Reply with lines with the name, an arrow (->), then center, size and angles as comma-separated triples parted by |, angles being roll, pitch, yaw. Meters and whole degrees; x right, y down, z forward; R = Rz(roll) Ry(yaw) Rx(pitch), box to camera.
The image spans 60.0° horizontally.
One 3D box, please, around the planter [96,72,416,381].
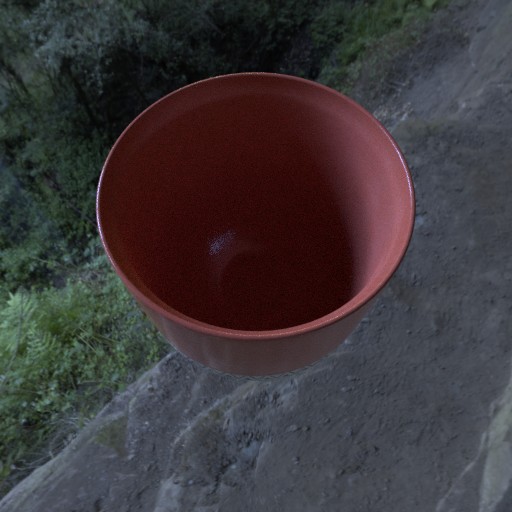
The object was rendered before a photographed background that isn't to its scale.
planter -> 0.000, 0.000, 0.492 | 0.266, 0.270, 0.266 | 0, 64, 0
